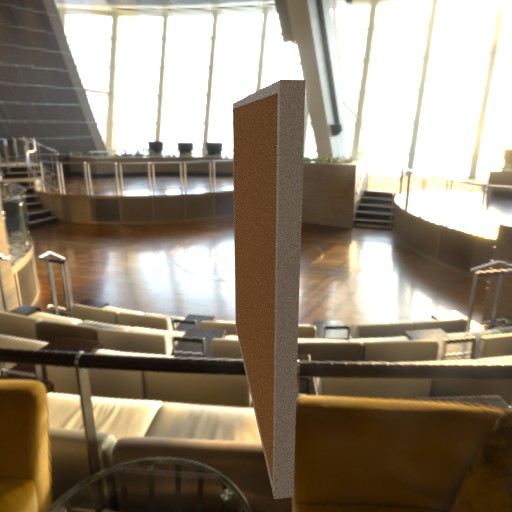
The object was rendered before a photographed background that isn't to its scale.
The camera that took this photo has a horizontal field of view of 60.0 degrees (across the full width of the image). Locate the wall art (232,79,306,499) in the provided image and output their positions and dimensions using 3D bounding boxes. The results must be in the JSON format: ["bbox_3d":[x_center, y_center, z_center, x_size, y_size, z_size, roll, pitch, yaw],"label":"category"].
[{"bbox_3d":[0.000,0.000,1.118,0.038,0.762,0.762,-2,17,-8],"label":"wall art"}]
